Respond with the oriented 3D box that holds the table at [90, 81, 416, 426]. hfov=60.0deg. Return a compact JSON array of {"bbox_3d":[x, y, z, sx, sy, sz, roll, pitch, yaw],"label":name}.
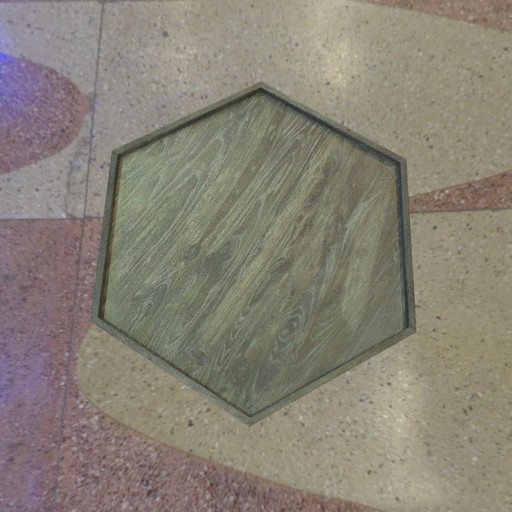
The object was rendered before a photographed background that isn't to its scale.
[{"bbox_3d":[0.000,0.000,1.617,0.966,0.488,1.115,2,75,0],"label":"table"}]
